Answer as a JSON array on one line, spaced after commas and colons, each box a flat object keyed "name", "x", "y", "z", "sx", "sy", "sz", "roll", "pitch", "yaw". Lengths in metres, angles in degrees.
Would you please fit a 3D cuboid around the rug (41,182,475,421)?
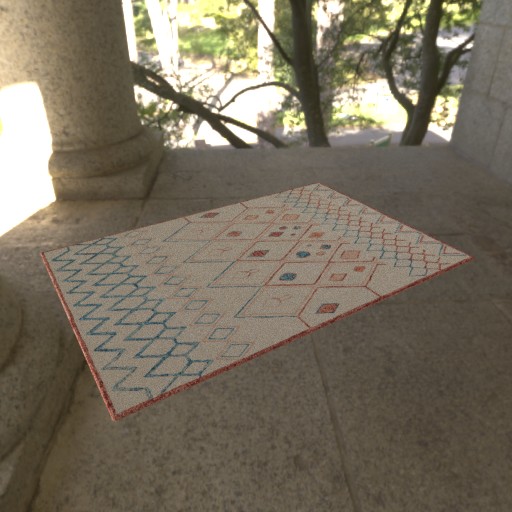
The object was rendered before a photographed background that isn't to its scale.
[{"name": "rug", "x": 0.000, "y": 0.000, "z": 2.240, "sx": 1.829, "sy": 0.016, "sz": 1.219, "roll": -18, "pitch": 35, "yaw": -28}]
